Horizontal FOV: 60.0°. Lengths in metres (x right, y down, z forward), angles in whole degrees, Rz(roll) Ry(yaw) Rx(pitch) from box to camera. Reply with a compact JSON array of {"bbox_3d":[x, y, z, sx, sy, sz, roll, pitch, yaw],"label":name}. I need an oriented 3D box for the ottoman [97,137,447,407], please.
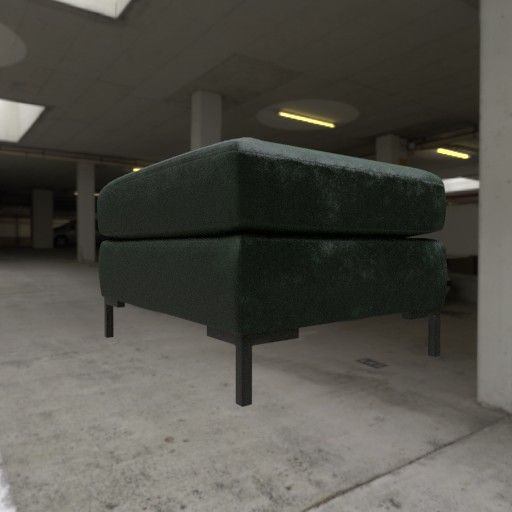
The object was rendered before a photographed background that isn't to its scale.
[{"bbox_3d":[0.000,0.000,1.326,0.701,0.538,0.839,-1,1,-36],"label":"ottoman"}]
